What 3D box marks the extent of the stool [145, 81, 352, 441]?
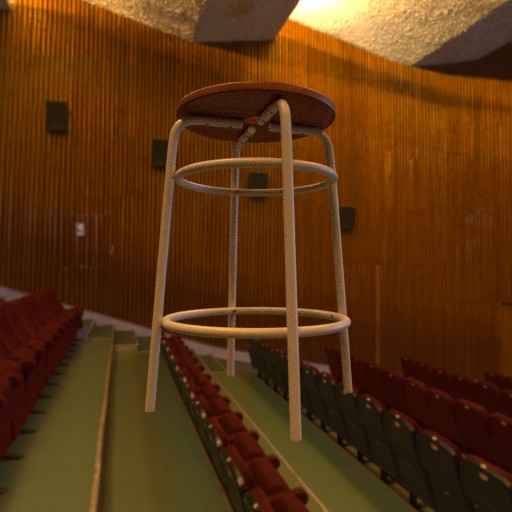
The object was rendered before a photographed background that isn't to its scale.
[{"bbox_3d":[0.000,0.000,0.940,0.455,0.610,0.455,0,-1,-17],"label":"stool"}]
